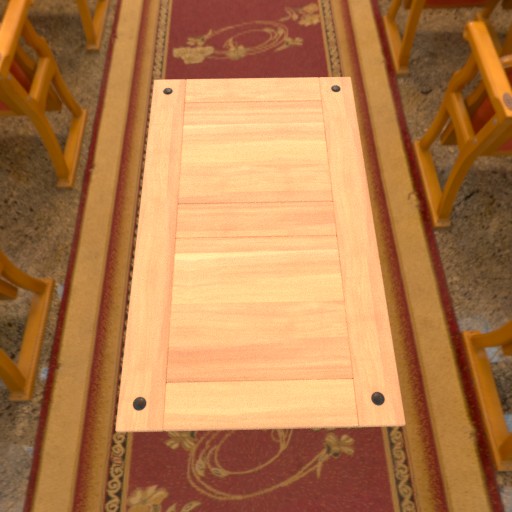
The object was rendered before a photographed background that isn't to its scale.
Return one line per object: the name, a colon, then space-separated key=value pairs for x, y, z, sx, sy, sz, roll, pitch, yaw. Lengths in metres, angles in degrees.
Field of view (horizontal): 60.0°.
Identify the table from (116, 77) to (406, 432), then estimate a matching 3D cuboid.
table: x=0.000 y=0.000 z=1.326 sx=0.600 sy=0.437 sz=1.000 roll=-1 pitch=64 yaw=-1
